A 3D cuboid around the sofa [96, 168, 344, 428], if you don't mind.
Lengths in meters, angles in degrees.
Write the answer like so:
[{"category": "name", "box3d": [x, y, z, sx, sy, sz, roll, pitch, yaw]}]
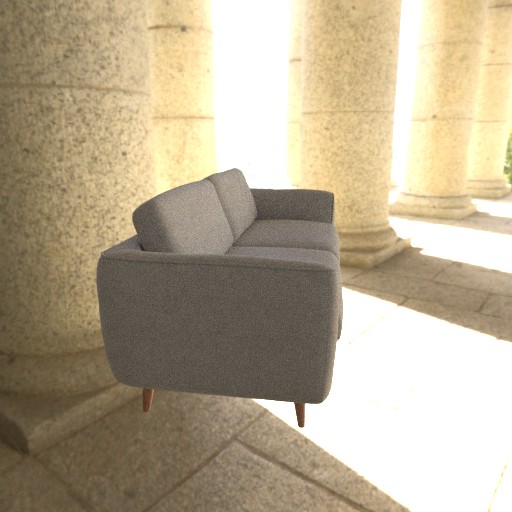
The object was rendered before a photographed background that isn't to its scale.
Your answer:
[{"category": "sofa", "box3d": [0.000, 0.000, 2.431, 0.920, 0.850, 2.000, 3, 16, 9]}]
